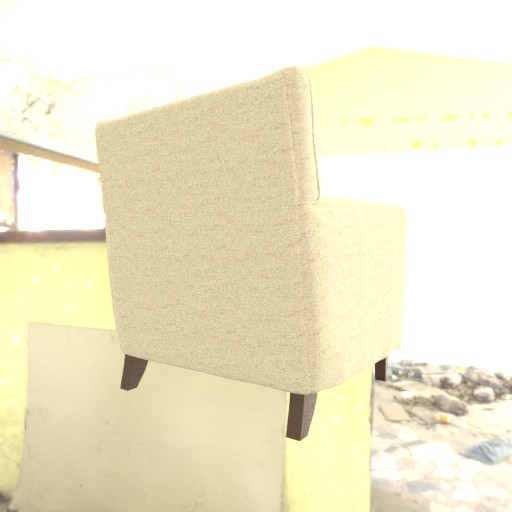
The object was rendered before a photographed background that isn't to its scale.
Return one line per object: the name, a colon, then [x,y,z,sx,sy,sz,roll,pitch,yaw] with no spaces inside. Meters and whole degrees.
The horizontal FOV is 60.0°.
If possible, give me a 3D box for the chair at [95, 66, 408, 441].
chair: [0.000,0.000,1.612,0.870,0.943,0.823,1,1,36]
